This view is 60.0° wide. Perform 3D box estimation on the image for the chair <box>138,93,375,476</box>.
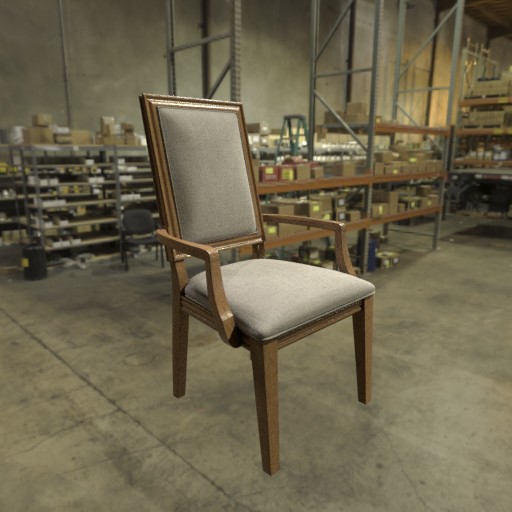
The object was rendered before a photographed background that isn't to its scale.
[{"bbox_3d":[0.000,0.000,1.411,0.602,0.990,0.606,13,19,43],"label":"chair"}]
